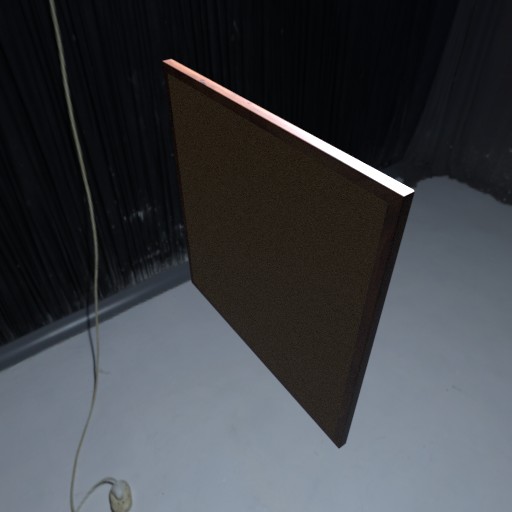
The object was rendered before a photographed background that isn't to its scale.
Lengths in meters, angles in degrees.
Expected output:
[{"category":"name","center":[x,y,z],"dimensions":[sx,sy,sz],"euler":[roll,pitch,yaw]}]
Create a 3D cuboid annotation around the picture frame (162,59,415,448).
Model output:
[{"category":"picture frame","center":[0.000,0.000,1.200],"dimensions":[0.029,0.817,0.810],"euler":[-25,47,-26]}]
